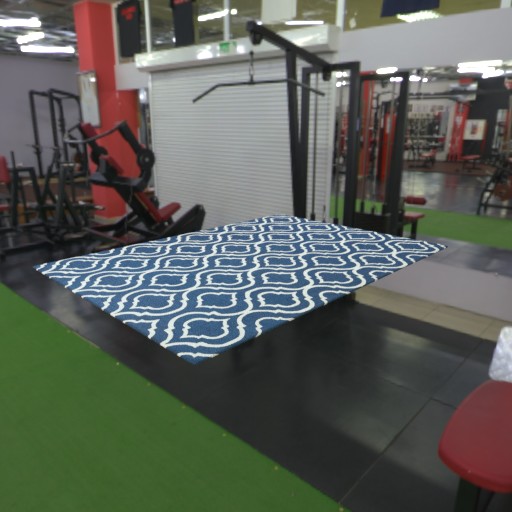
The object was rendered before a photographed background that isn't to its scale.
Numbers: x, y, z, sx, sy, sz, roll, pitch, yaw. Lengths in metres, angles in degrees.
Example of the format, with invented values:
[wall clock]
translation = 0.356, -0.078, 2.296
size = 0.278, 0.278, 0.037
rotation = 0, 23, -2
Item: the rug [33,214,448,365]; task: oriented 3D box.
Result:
[rug]
translation = 0.000, 0.000, 2.767
size = 1.524, 0.010, 2.134
rotation = 16, 23, 42
